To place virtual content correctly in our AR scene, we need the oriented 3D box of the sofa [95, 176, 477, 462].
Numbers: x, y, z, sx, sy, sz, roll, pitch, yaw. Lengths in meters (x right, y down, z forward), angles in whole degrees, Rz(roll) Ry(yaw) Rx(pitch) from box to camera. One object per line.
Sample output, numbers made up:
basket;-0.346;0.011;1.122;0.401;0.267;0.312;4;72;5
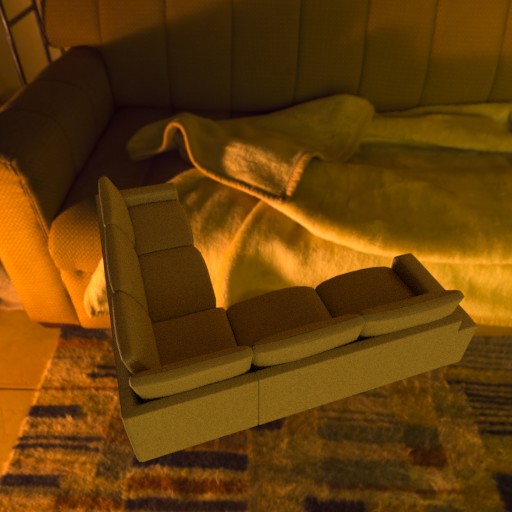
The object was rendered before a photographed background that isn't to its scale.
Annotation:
sofa;0.000;0.000;4.051;2.622;0.800;2.742;-13;43;-14
